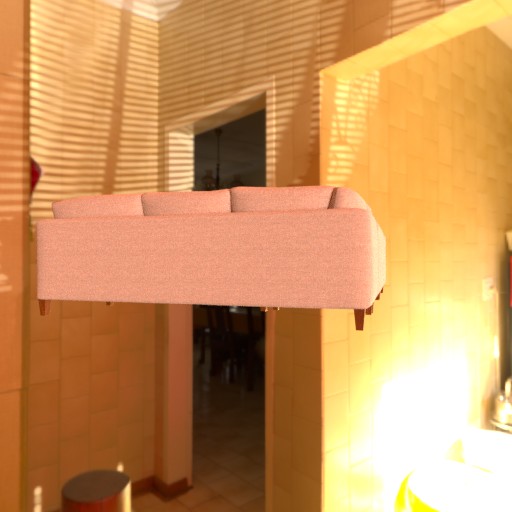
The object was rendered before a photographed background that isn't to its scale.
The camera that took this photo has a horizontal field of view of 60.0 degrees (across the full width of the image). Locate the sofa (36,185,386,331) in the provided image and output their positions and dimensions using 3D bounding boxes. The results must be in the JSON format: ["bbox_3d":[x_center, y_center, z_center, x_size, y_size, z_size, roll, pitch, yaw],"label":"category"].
[{"bbox_3d":[0.000,0.000,4.720,2.594,0.961,3.460,0,-1,18],"label":"sofa"}]
